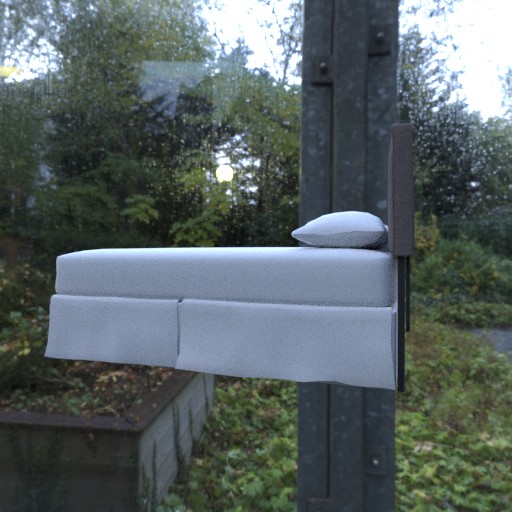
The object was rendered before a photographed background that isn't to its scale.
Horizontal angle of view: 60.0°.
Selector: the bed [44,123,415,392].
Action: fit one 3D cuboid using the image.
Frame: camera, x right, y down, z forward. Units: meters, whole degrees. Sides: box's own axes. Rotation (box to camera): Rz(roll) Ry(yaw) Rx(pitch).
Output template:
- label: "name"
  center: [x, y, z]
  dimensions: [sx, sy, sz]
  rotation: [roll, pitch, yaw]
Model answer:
- label: "bed"
  center: [0.000, 0.000, 2.811]
  dimensions: [1.894, 1.089, 1.610]
  rotation: [0, 0, 20]
